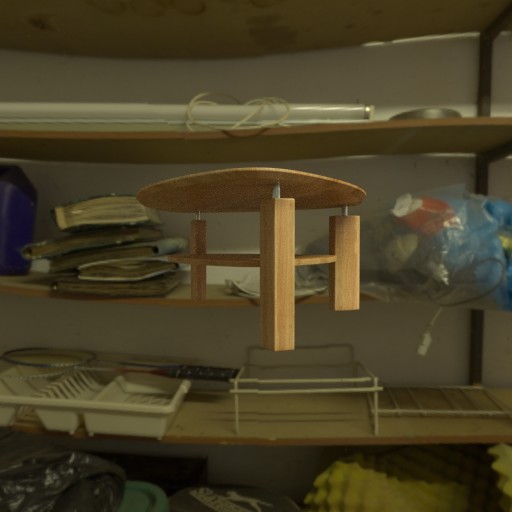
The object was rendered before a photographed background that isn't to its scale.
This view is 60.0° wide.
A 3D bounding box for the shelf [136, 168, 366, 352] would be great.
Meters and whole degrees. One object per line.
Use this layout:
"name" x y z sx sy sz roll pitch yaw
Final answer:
"shelf" 0.000 0.000 1.663 0.863 0.439 1.240 -1 2 -19
